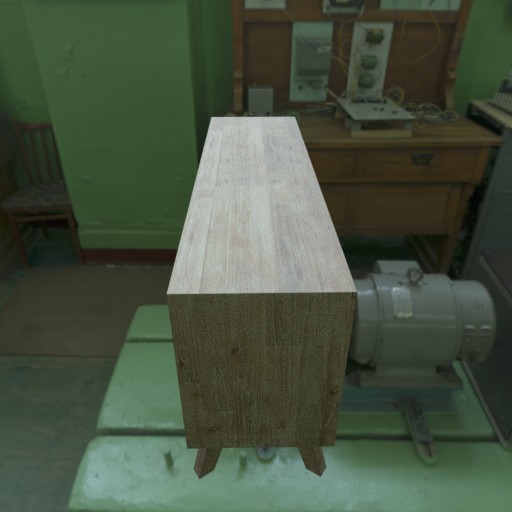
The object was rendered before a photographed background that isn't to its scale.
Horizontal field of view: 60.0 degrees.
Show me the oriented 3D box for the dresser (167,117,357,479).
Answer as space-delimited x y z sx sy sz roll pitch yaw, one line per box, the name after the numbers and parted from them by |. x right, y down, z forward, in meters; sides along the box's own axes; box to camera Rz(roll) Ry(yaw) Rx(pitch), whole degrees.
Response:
0.000 0.000 1.942 0.455 0.788 1.602 -1 32 -1 | dresser
